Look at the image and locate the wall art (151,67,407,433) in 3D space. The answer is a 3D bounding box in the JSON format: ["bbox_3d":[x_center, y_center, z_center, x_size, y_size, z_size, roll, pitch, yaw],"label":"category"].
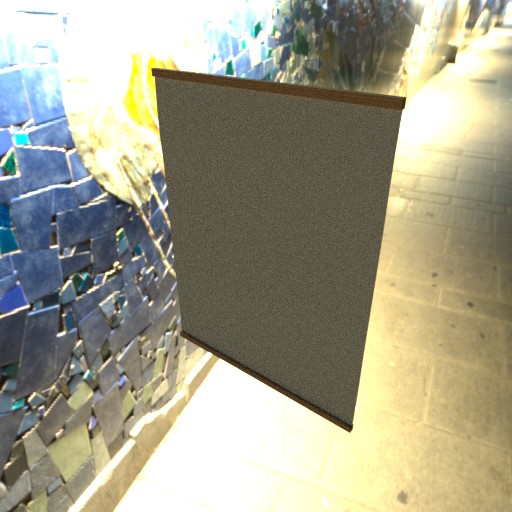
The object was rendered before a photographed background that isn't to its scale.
[{"bbox_3d":[0.000,0.000,0.812,0.458,0.605,0.011,21,36,32],"label":"wall art"}]
